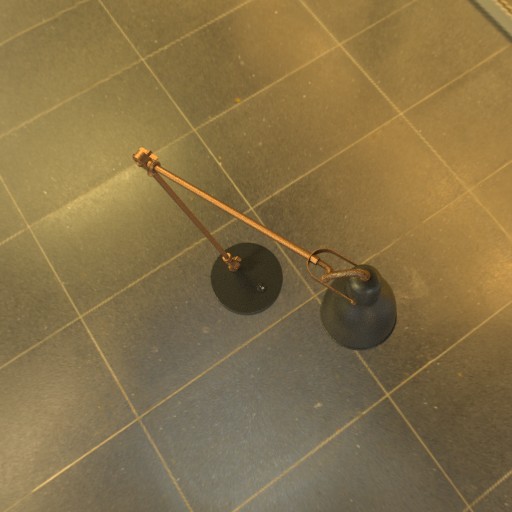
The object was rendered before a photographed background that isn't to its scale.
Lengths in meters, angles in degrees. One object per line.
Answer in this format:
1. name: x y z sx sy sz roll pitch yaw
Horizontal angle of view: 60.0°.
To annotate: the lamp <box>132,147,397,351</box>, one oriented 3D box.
1. lamp: 0.000 0.000 0.885 0.561 0.587 0.187 35 77 9
